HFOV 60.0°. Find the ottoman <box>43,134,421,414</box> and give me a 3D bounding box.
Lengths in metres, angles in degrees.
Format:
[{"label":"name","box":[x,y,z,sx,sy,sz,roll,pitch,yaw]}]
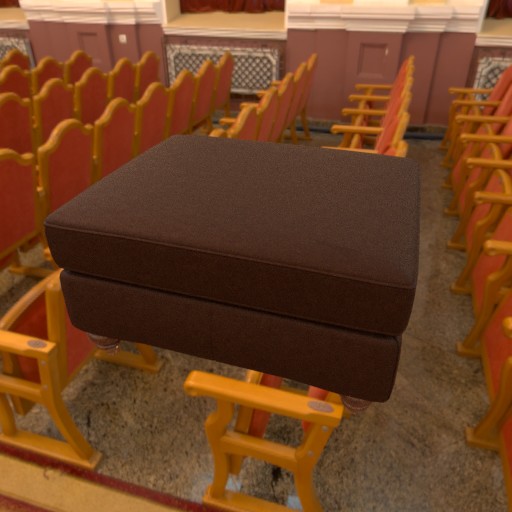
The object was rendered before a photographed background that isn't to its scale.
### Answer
[{"label":"ottoman","box":[0.000,0.000,1.830,1.187,0.730,0.967,10,34,15]}]
